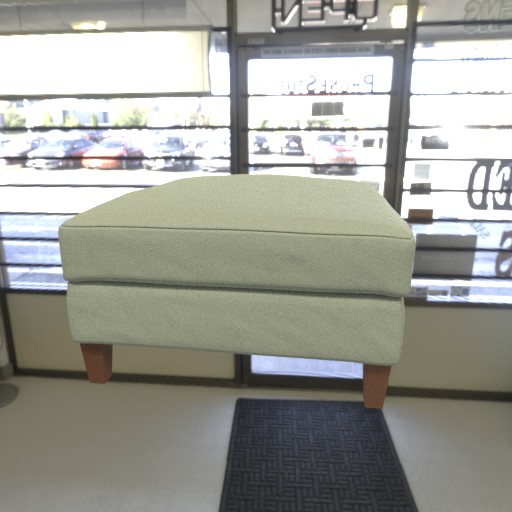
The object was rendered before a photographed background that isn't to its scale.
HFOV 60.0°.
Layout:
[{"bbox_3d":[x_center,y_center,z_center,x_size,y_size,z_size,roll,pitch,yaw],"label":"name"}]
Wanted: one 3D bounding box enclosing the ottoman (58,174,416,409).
[{"bbox_3d":[0.000,0.000,1.495,0.842,0.494,0.991,2,16,8],"label":"ottoman"}]
